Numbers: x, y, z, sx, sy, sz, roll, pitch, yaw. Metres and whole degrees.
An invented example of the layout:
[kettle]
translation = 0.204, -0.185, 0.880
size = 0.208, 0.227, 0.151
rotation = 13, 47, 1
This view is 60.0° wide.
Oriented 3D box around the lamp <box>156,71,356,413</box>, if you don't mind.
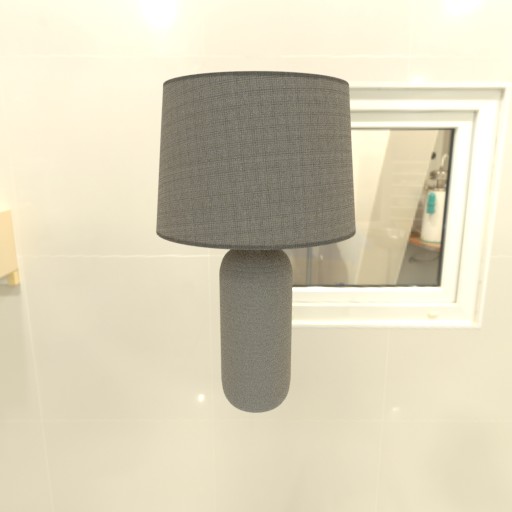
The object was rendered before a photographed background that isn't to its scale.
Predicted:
[lamp]
translation = 0.000, 0.000, 0.846
size = 0.367, 0.609, 0.367
rotation = 0, 13, 0
